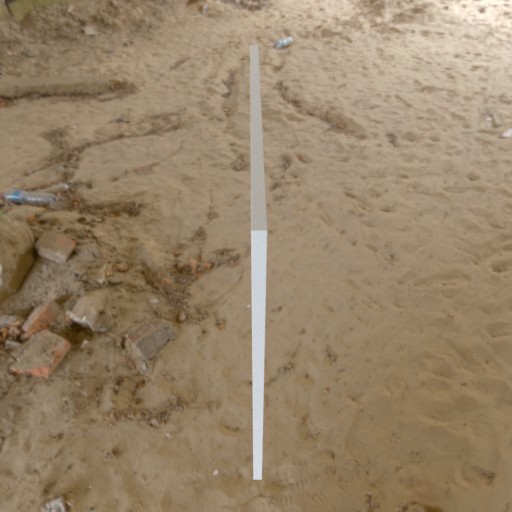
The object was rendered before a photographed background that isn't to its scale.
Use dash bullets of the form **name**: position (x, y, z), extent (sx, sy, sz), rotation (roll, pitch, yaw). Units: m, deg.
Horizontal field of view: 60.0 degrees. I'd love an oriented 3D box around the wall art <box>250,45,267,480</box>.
- **wall art**: position (0.000, 0.000, 0.659), extent (0.012, 0.457, 0.457), rotation (0, 42, 0)
